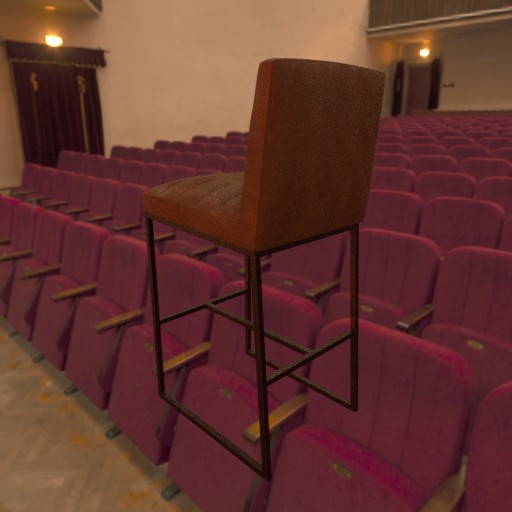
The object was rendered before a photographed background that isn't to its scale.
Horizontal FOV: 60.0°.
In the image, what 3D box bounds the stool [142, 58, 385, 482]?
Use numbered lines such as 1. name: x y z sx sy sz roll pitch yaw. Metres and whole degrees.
1. stool: 0.000 0.000 1.368 0.463 1.065 0.562 -16 24 -42
